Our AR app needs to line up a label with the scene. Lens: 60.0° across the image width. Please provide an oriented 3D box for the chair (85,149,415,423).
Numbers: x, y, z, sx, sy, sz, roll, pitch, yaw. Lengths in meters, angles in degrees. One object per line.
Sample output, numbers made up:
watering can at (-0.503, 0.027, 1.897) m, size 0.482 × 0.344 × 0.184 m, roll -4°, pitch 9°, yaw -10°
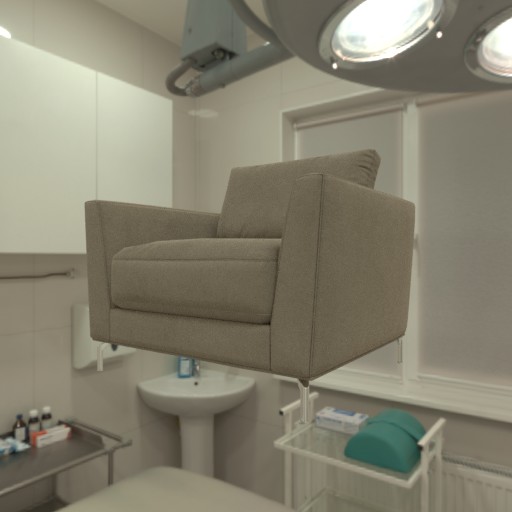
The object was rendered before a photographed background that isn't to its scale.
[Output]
chair at (0.000, 0.000, 1.729) m, size 1.041 × 0.864 × 0.889 m, roll 0°, pitch 0°, yaw 36°
